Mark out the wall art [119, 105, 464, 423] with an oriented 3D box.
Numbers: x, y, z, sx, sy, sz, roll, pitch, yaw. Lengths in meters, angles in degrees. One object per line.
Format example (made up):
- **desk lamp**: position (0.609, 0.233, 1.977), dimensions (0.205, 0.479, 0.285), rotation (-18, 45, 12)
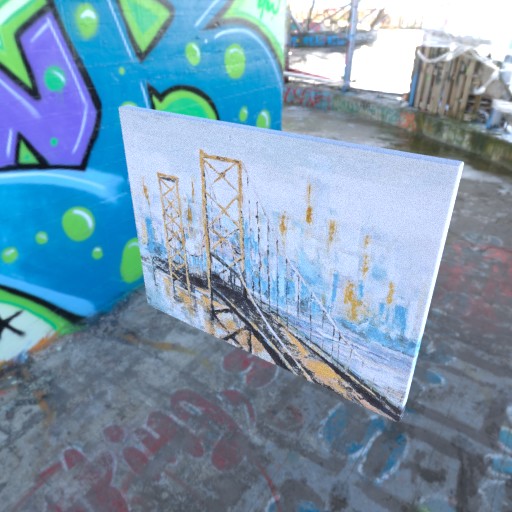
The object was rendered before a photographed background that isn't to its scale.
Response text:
- **wall art**: position (0.000, 0.000, 1.339), dimensions (1.016, 0.762, 0.038), rotation (19, 35, 29)
